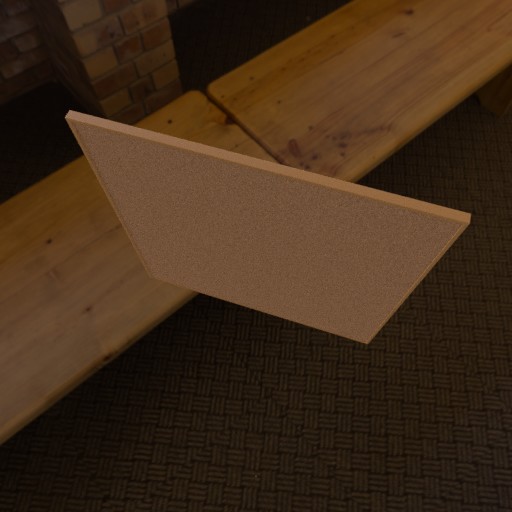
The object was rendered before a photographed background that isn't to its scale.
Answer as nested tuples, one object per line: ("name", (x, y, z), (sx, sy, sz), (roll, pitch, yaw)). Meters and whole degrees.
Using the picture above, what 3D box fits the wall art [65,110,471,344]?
("wall art", (0.000, 0.000, 0.684), (0.457, 0.455, 0.013), (16, 65, 8))
